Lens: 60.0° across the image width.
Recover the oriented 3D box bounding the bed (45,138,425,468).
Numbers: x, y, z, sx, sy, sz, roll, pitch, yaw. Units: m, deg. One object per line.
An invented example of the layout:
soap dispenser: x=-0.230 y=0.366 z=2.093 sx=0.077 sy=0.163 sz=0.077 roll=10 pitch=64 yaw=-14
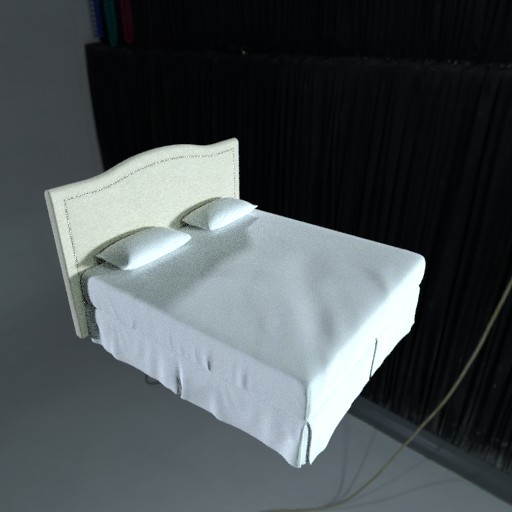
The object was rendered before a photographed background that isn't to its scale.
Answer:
bed: x=0.000 y=0.000 z=3.540 sx=2.182 sy=1.421 sz=2.083 roll=19 pitch=33 yaw=32
